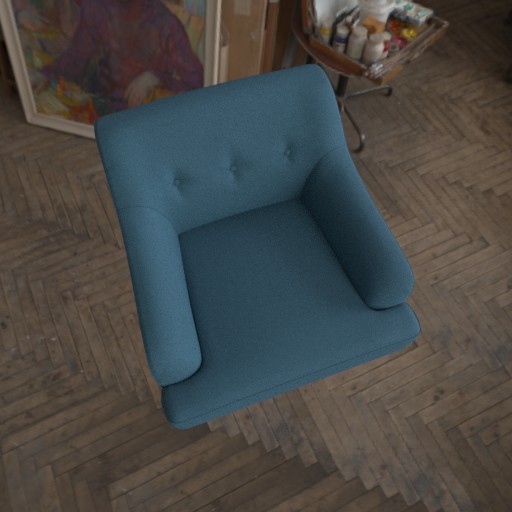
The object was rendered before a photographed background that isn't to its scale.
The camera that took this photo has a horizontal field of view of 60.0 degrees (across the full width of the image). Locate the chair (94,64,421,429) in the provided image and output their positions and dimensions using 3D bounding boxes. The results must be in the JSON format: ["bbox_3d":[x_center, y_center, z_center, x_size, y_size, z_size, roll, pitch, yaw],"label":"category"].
[{"bbox_3d":[0.000,0.000,1.652,0.946,0.818,0.951,-18,65,-9],"label":"chair"}]
